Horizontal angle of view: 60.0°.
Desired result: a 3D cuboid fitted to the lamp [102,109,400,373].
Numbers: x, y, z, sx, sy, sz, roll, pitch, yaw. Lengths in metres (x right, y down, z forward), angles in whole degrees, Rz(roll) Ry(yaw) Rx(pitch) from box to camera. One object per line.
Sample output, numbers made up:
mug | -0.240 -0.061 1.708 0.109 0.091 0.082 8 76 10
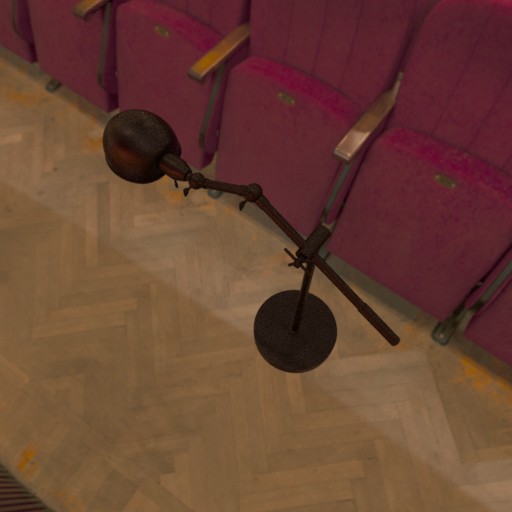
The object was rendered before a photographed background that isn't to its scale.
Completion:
lamp | 0.000 0.000 0.820 0.567 0.495 0.185 34 67 16
